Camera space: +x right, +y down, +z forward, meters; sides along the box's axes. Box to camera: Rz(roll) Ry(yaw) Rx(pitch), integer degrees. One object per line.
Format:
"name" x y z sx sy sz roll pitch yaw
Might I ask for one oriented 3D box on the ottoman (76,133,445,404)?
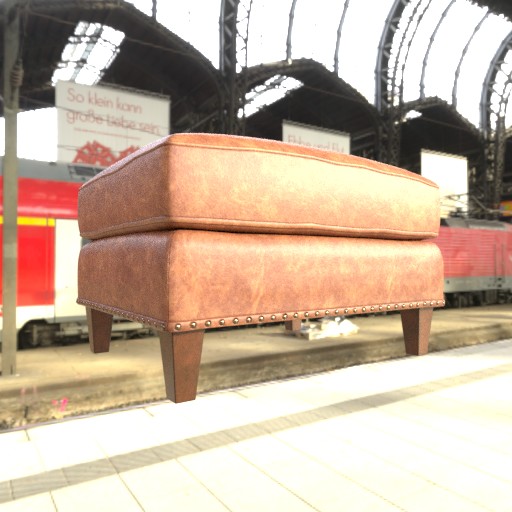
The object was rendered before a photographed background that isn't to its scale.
"ottoman" 0.000 0.000 1.114 0.742 0.486 0.586 1 -1 -35
